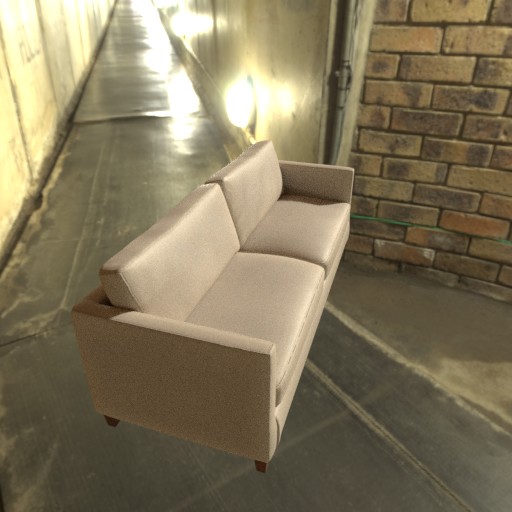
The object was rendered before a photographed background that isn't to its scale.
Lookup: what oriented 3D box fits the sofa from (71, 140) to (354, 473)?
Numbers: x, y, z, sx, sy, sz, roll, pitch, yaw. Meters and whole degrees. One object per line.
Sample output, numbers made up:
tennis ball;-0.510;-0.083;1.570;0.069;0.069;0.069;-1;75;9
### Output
sofa;0.000;0.000;2.878;0.951;0.968;2.361;9;31;16
